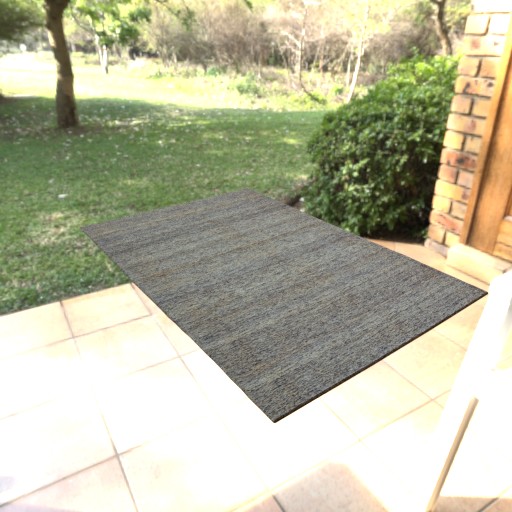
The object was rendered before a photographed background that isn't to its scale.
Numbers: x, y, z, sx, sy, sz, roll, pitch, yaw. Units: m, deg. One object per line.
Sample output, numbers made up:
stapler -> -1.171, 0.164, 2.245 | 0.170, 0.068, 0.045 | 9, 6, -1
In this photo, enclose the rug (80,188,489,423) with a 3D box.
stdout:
rug -> 0.000, 0.000, 2.306 | 1.243, 0.014, 1.846 | -19, 32, -32
